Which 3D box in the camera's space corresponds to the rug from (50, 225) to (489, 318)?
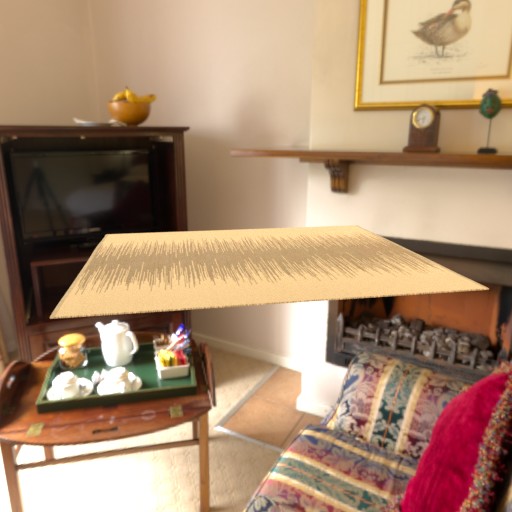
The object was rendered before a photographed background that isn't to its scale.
[{"bbox_3d":[0.000,0.000,4.136,3.037,0.010,2.453,-3,15,-10],"label":"rug"}]
